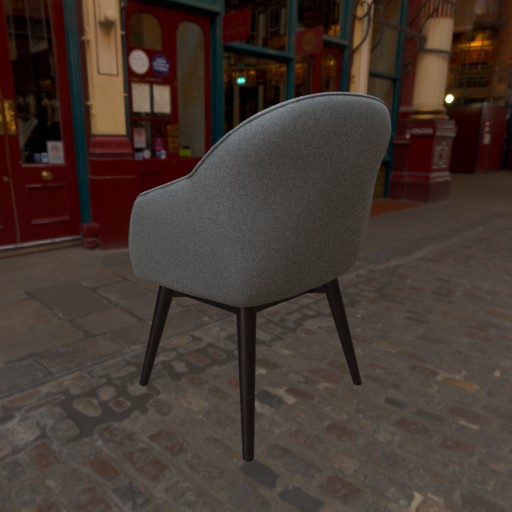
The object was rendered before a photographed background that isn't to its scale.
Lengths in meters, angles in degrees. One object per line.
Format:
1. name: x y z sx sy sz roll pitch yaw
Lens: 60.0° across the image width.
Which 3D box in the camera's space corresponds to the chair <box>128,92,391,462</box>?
1. chair: 0.000 0.000 1.226 0.589 0.810 0.611 -14 21 -43
